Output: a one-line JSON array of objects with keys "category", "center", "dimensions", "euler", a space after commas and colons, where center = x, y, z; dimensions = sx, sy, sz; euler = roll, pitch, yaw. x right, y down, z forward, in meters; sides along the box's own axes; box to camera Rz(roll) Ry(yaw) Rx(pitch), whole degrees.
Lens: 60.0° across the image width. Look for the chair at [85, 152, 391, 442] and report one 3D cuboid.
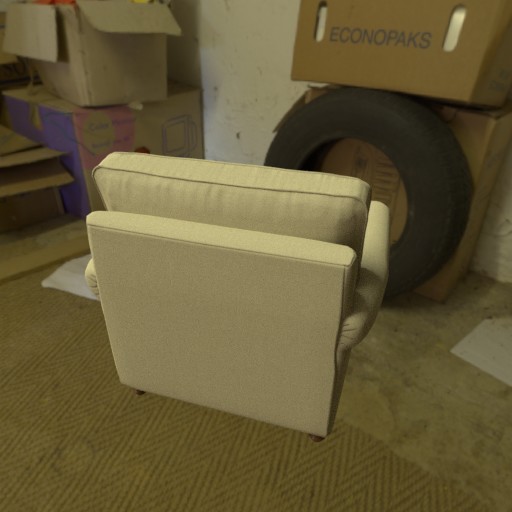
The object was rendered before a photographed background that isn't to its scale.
[{"category": "chair", "center": [0.000, 0.000, 1.796], "dimensions": [1.029, 0.967, 0.966], "euler": [9, 32, 15]}]
